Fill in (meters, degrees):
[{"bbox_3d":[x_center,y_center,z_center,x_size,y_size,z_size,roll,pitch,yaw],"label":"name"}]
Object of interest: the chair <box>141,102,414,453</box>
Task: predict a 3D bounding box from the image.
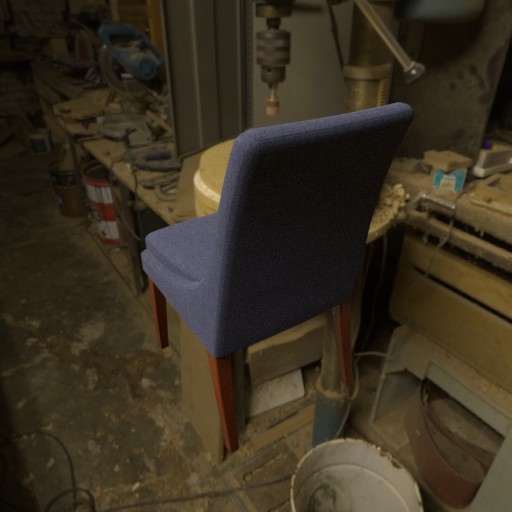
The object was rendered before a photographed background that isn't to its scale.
[{"bbox_3d":[0.000,0.000,1.337,0.508,0.952,0.655,-19,36,-28],"label":"chair"}]
